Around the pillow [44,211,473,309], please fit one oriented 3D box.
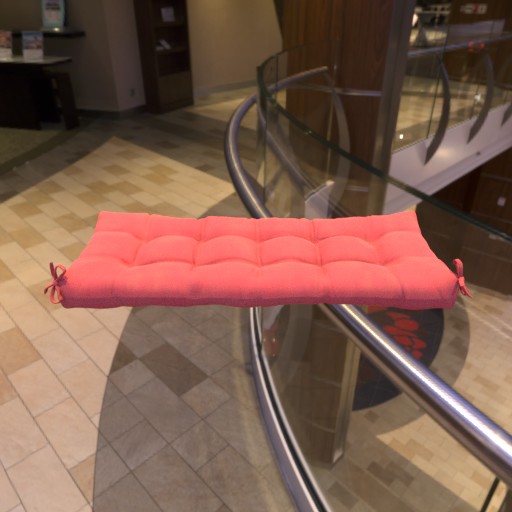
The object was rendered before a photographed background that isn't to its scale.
[{"bbox_3d":[0.000,0.000,1.377,1.194,0.174,0.511,0,31,0],"label":"pillow"}]
